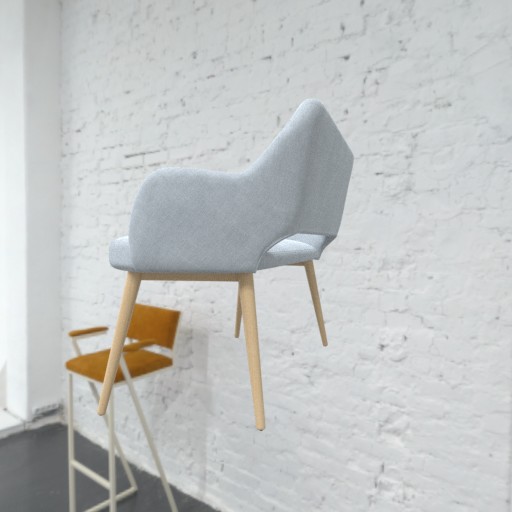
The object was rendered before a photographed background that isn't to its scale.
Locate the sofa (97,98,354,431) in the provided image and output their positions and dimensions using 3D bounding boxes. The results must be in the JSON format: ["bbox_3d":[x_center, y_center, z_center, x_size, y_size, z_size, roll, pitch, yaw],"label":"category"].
[{"bbox_3d":[0.000,0.000,1.585,0.610,0.840,1.150,1,2,19],"label":"sofa"}]
